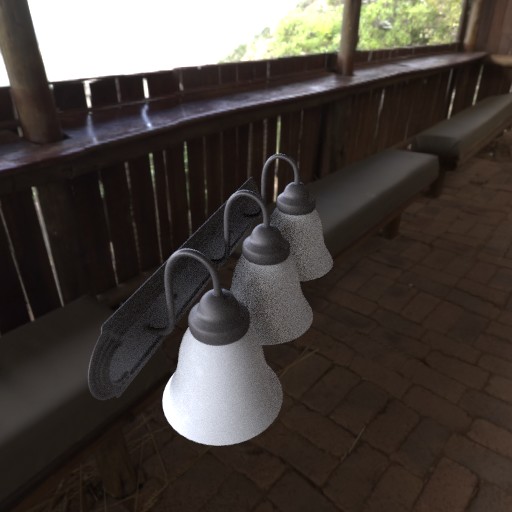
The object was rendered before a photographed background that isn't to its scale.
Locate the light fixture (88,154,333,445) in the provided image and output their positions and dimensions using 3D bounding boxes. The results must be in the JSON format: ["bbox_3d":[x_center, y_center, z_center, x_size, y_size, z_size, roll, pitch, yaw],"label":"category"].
[{"bbox_3d":[0.000,0.000,0.719,0.199,0.222,0.610,10,31,16],"label":"light fixture"}]
